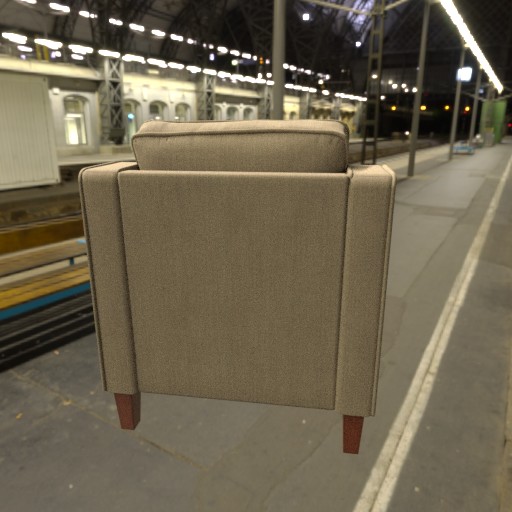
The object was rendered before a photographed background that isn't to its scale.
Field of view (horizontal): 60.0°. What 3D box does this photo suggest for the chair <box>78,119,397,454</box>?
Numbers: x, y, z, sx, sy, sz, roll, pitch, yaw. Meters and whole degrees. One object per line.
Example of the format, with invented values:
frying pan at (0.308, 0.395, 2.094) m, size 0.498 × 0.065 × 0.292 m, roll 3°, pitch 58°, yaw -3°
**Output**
chair at (0.000, 0.000, 1.644) m, size 0.831 × 0.960 × 0.909 m, roll 3°, pitch 16°, yaw 9°
